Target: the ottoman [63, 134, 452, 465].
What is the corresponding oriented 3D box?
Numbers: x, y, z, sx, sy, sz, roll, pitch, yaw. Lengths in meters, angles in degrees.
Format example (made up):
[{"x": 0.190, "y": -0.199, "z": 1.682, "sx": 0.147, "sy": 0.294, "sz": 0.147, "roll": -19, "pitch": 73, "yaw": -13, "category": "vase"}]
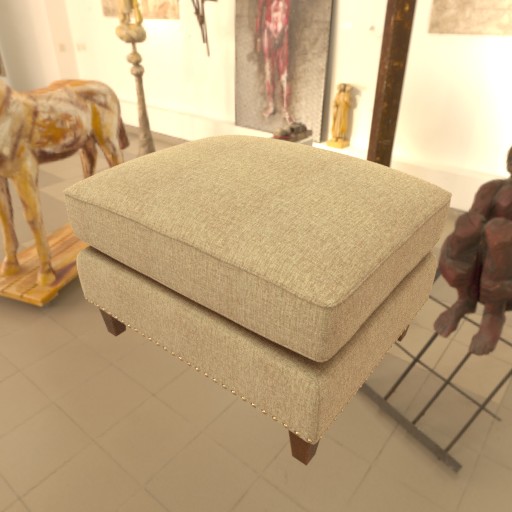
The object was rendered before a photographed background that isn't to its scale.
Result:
[{"x": 0.000, "y": 0.000, "z": 1.126, "sx": 0.741, "sy": 0.513, "sz": 0.584, "roll": 22, "pitch": 37, "yaw": 32, "category": "ottoman"}]
